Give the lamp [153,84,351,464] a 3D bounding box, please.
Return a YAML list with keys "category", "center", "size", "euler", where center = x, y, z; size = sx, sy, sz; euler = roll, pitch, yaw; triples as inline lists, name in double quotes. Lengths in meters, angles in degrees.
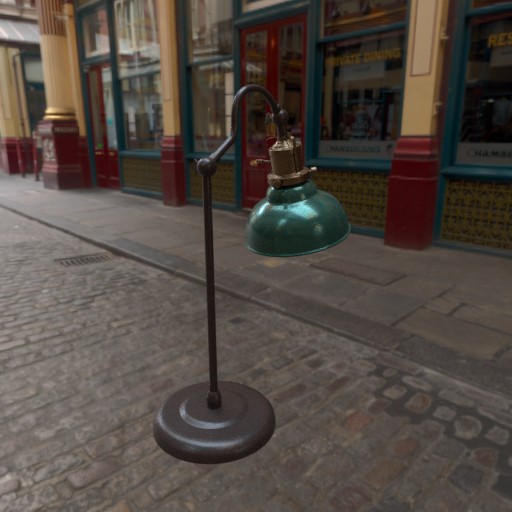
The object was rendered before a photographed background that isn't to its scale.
- category: "lamp"
  center: [0.000, 0.000, 0.699]
  size: [0.374, 0.508, 0.192]
  euler: [-14, 20, -43]
